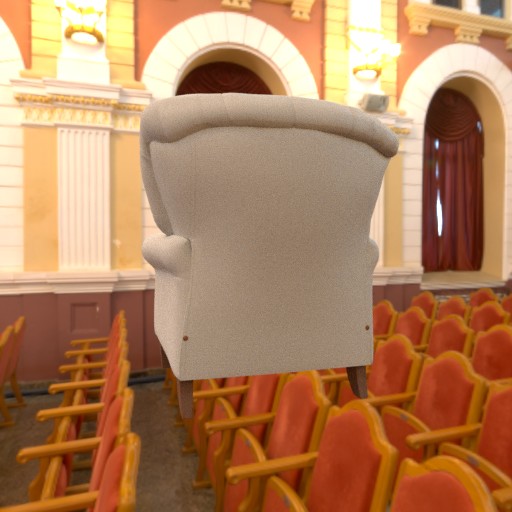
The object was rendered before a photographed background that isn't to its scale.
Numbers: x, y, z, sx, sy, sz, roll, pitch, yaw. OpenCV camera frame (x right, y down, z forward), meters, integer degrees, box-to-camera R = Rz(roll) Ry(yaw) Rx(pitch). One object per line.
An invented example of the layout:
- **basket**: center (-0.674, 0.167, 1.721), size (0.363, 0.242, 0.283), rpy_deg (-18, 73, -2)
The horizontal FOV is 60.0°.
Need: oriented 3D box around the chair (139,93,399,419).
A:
- **chair**: center (0.000, 0.000, 2.106), size (1.090, 1.217, 1.128), rpy_deg (0, 1, -17)
